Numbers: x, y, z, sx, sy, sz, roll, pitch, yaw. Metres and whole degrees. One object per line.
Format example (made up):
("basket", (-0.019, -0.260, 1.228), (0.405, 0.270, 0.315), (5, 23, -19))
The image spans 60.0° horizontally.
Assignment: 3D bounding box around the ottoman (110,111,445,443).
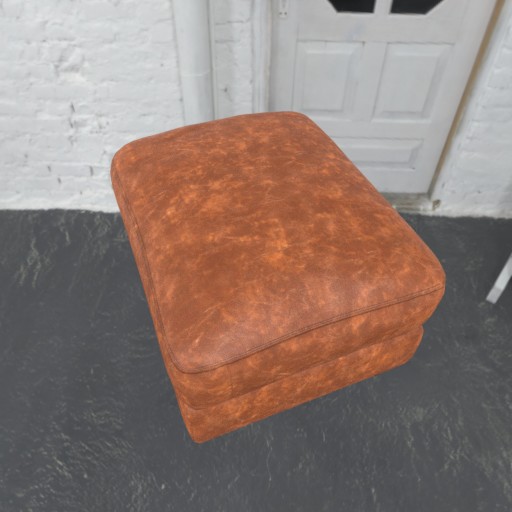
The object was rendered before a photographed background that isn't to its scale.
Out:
("ottoman", (0.000, 0.000, 1.269), (0.657, 0.562, 0.832), (-16, 49, -15))
